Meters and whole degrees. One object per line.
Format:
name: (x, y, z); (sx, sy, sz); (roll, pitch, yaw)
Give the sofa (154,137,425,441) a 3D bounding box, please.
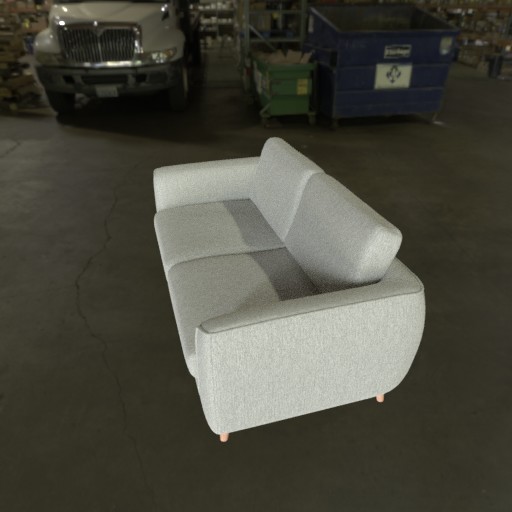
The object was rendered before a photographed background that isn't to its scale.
sofa: (0.000, 0.000, 2.270); (0.920, 0.850, 1.700); (-9, 31, -14)
